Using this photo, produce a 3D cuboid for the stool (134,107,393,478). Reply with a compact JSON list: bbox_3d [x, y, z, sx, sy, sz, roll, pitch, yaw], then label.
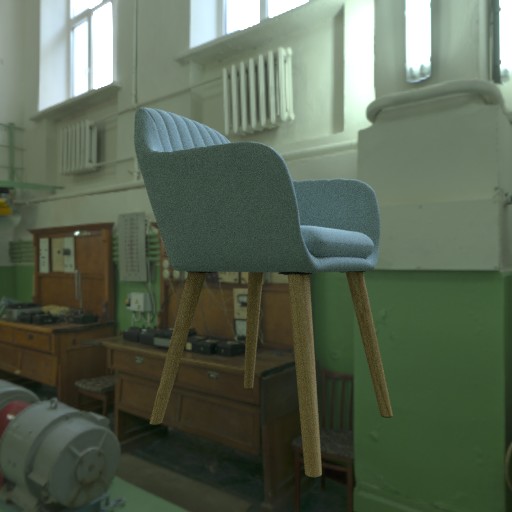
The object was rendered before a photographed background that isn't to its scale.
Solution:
[{"bbox_3d":[0.000,0.000,1.165,0.590,0.830,0.503,-1,-1,36],"label":"stool"}]
